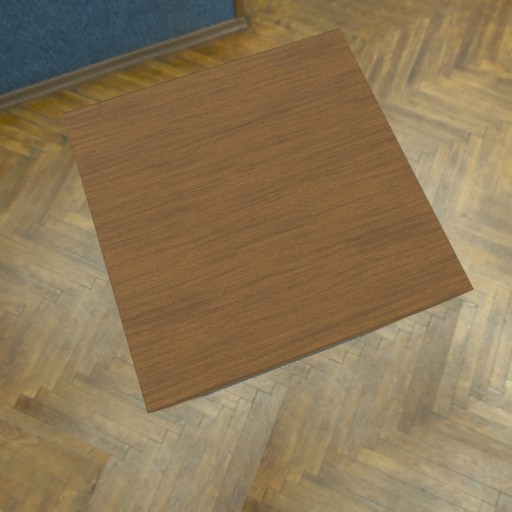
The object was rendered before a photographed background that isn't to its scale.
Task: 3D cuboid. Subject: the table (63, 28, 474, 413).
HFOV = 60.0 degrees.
[{"bbox_3d":[0.000,0.000,0.811,0.397,0.540,0.398,-19,75,-5],"label":"table"}]
